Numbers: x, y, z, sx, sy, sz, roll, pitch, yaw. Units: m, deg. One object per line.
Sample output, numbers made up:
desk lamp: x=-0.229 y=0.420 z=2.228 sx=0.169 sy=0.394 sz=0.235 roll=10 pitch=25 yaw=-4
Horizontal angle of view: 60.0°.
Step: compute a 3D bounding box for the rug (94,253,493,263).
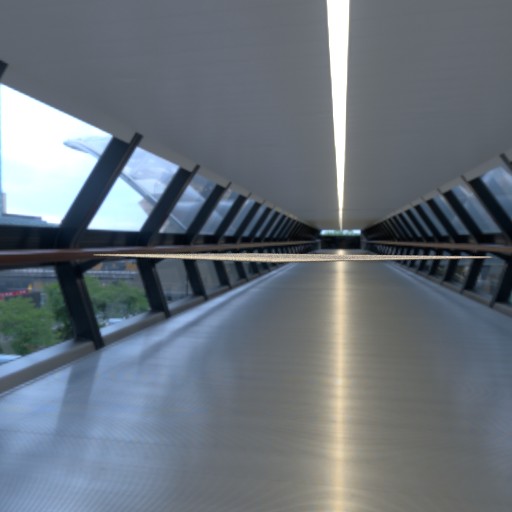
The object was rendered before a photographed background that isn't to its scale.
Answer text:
rug: x=0.000 y=0.000 z=3.051 sx=1.541 sy=0.008 sz=2.448 roll=-1 pitch=1 yaw=-35
